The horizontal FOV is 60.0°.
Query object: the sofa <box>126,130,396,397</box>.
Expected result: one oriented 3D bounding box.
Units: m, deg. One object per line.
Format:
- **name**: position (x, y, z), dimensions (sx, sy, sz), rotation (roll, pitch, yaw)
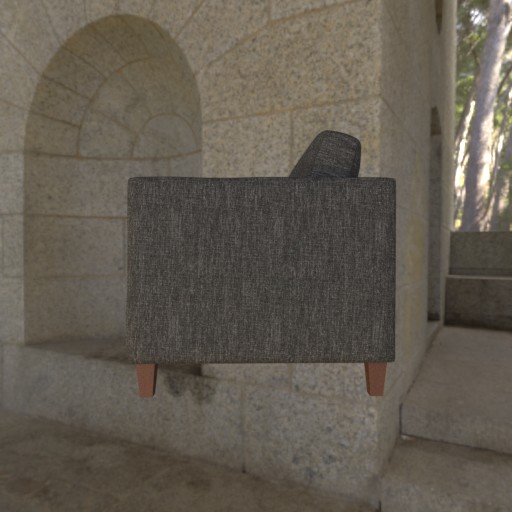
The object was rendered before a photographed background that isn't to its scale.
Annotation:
- **sofa**: position (0.000, 0.000, 2.420), dimensions (0.950, 0.963, 1.884), rotation (0, 1, -1)
